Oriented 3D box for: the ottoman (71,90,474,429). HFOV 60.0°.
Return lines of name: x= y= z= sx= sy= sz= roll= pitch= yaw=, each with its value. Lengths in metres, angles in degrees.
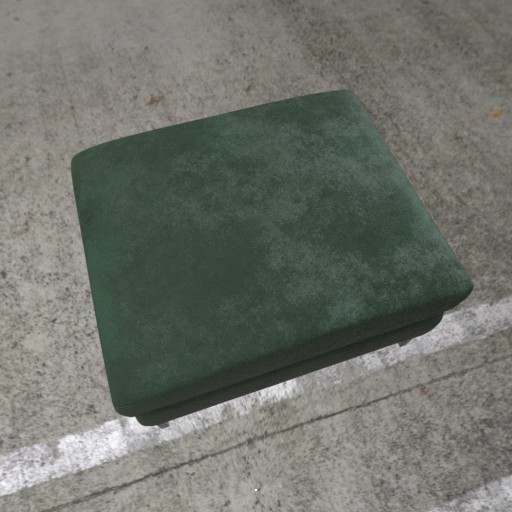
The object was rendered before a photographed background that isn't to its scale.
ottoman: x=0.000 y=0.000 z=1.273 sx=0.839 sy=0.538 sz=0.701 roll=-16 pitch=63 yaw=-8
